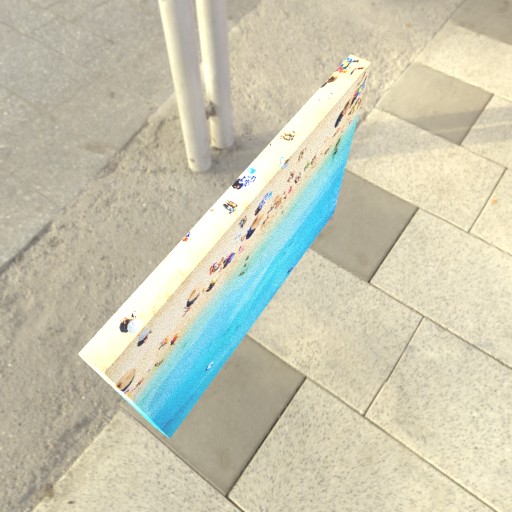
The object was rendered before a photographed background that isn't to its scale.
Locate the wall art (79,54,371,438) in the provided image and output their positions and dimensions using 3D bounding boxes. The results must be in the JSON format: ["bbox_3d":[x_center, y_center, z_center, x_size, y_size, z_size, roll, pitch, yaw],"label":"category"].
[{"bbox_3d":[0.000,0.000,1.118,0.057,0.595,0.894,30,63,17],"label":"wall art"}]
